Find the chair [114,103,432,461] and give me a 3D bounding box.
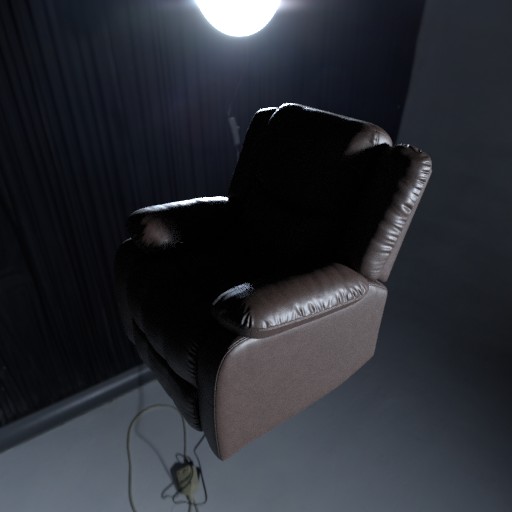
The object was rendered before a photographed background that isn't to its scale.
[{"bbox_3d":[0.000,0.000,1.720,0.934,1.009,0.899,-21,36,-31],"label":"chair"}]
